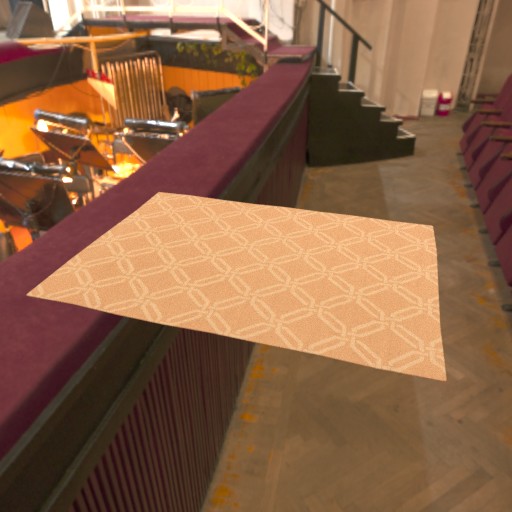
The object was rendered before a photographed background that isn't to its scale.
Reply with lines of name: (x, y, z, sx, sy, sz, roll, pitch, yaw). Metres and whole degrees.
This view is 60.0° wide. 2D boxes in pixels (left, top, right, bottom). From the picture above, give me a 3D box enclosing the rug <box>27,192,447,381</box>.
rug: (0.000, 0.000, 2.728, 2.135, 0.013, 1.524, 9, 32, 15)
